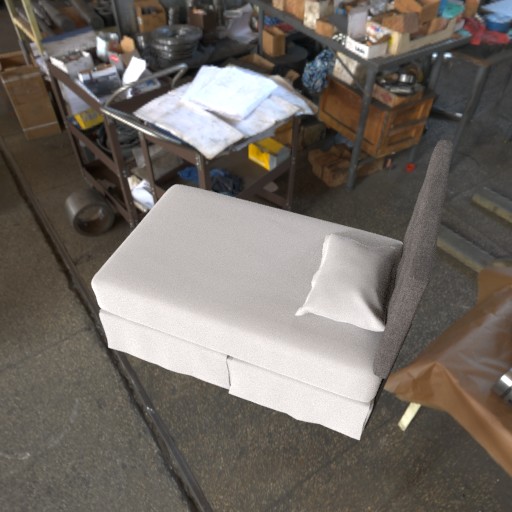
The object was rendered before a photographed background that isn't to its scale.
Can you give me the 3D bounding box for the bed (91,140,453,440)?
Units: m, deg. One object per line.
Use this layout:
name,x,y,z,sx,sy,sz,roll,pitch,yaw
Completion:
bed,0.000,0.000,2.970,1.997,1.571,1.261,16,49,15
